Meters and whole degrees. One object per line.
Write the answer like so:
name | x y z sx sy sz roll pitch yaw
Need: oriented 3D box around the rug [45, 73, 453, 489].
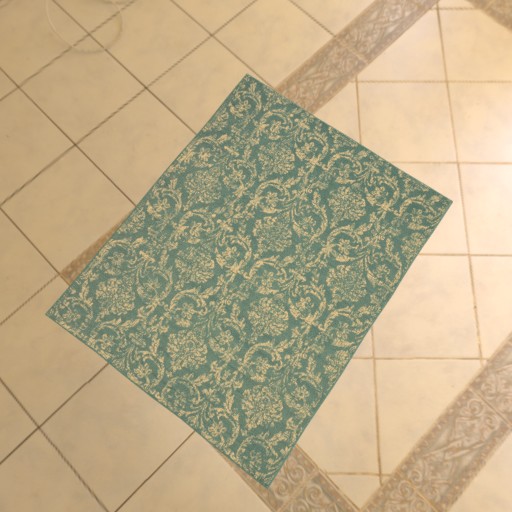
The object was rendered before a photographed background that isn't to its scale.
rug | 0.000 0.000 3.971 2.363 0.012 2.980 35 78 9
